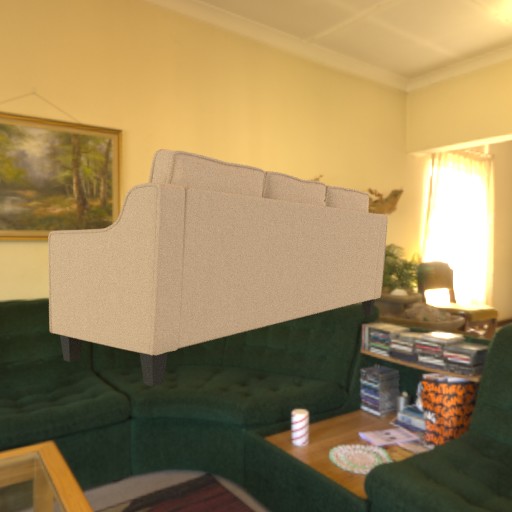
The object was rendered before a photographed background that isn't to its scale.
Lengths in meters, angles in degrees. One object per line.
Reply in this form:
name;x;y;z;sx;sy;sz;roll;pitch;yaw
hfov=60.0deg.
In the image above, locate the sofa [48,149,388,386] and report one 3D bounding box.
sofa;0.000;0.000;2.606;0.791;0.902;2.131;1;2;37
